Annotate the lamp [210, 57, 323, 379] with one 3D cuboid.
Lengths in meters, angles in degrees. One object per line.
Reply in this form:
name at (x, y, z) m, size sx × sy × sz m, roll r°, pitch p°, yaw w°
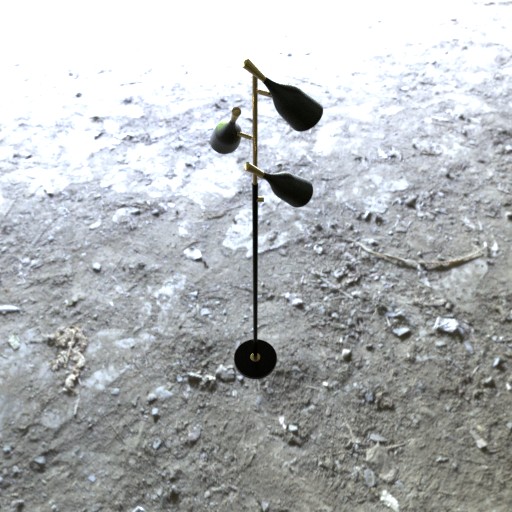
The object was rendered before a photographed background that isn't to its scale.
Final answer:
lamp at (0.000, 0.000, 1.953) m, size 0.434 × 1.778 × 0.253 m, roll 24°, pitch 51°, yaw 21°
